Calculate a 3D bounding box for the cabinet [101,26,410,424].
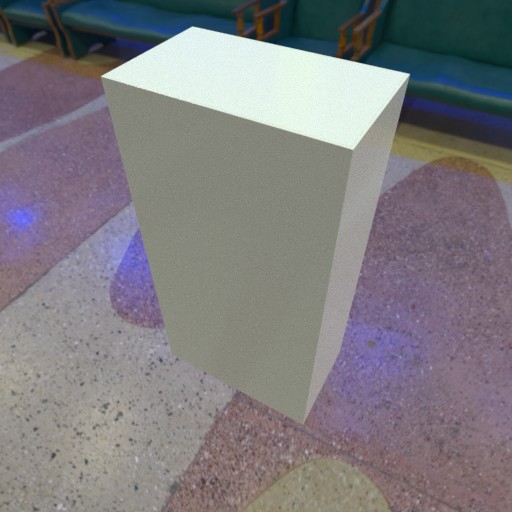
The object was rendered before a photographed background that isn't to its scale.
[{"bbox_3d":[0.000,0.000,2.322,0.980,1.920,0.580,22,50,20],"label":"cabinet"}]
